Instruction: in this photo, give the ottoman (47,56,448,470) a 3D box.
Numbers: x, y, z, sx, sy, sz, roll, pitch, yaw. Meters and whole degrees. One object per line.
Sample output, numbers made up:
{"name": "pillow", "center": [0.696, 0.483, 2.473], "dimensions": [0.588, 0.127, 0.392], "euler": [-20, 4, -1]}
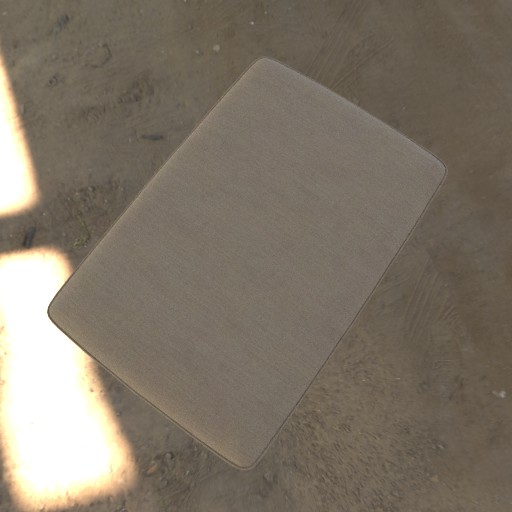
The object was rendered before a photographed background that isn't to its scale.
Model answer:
{"name": "ottoman", "center": [0.000, 0.000, 1.296], "dimensions": [0.636, 0.480, 0.941], "euler": [35, 77, 9]}
